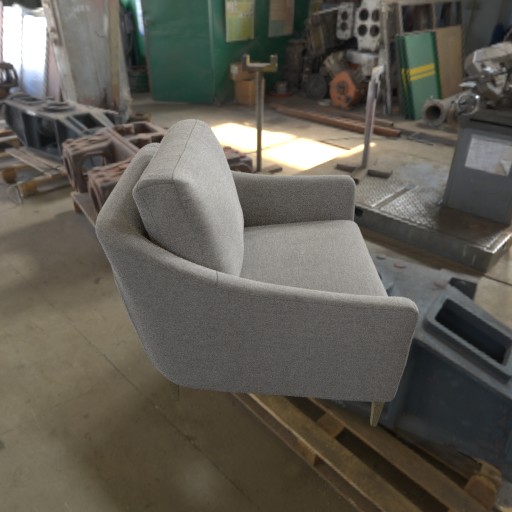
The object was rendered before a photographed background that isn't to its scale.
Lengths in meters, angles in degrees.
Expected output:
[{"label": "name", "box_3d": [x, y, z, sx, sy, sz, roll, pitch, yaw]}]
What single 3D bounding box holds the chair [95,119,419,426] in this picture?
[{"label": "chair", "box_3d": [0.000, 0.000, 1.725, 0.961, 0.902, 0.986, 0, 32, -1]}]
